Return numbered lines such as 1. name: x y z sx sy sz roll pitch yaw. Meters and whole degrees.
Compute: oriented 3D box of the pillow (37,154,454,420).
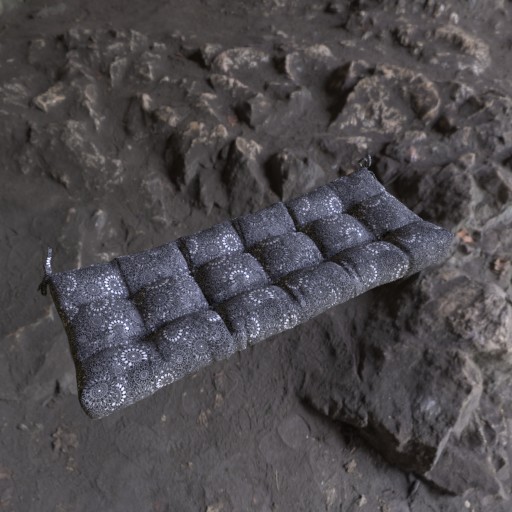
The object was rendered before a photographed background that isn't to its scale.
1. pillow: 0.000 0.000 1.317 1.194 0.174 0.511 -21 49 -20
